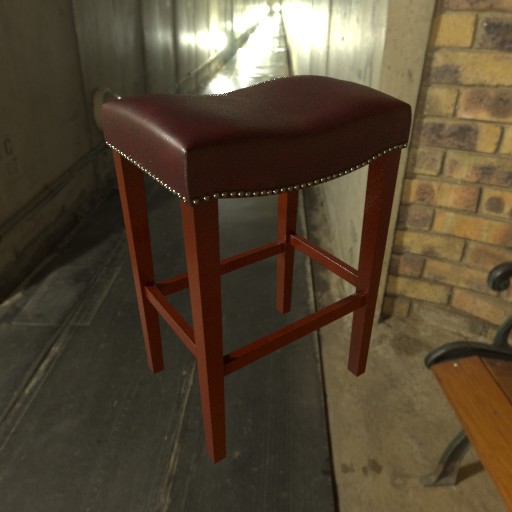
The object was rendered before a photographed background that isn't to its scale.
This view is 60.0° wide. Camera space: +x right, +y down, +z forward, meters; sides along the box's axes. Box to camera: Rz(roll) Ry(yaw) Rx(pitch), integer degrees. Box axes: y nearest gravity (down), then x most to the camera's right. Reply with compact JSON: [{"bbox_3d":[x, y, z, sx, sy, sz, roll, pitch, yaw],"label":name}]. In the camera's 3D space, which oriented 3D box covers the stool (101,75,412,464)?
[{"bbox_3d":[0.000,0.000,1.038,0.504,0.742,0.372,-20,37,-29],"label":"stool"}]
